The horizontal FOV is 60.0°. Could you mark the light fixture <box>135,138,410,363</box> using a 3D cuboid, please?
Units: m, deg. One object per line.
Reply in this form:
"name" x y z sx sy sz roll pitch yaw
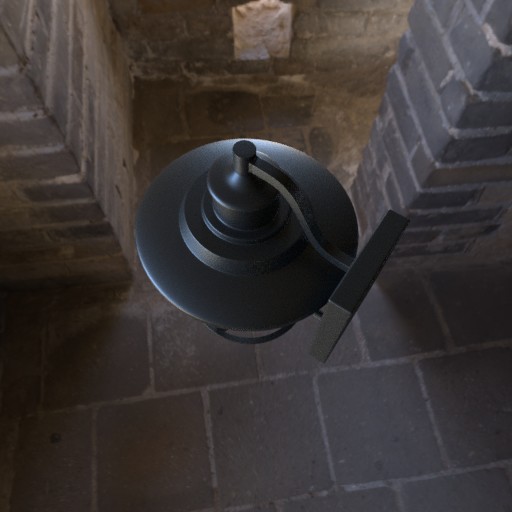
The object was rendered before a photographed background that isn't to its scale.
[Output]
"light fixture" 0.000 0.000 0.502 0.252 0.345 0.222 31 67 15
